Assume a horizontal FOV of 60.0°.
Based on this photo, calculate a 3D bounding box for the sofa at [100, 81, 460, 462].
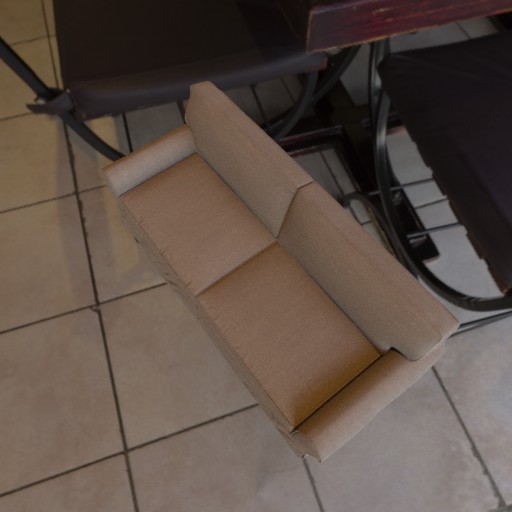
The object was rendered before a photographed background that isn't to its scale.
[{"bbox_3d":[0.000,0.000,2.733,0.991,0.943,2.248,-34,67,-17],"label":"sofa"}]
